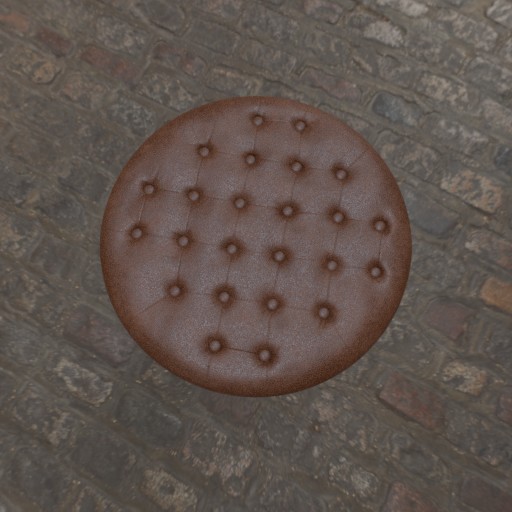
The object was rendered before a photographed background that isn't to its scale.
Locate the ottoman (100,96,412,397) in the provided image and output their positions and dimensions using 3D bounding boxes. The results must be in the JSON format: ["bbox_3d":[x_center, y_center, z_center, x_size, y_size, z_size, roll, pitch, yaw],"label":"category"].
[{"bbox_3d":[0.000,0.000,1.086,0.637,0.442,0.637,0,76,0],"label":"ottoman"}]
